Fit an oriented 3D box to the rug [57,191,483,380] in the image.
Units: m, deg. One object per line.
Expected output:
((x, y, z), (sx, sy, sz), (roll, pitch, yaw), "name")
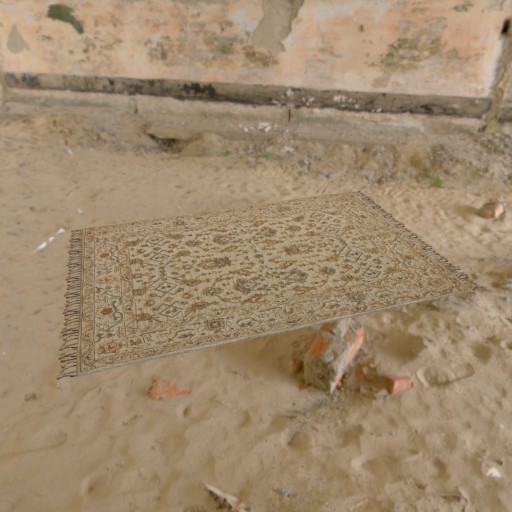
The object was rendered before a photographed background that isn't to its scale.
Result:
((0.000, 0.000, 2.994), (2.434, 0.027, 1.529), (-10, 33, -15), "rug")
